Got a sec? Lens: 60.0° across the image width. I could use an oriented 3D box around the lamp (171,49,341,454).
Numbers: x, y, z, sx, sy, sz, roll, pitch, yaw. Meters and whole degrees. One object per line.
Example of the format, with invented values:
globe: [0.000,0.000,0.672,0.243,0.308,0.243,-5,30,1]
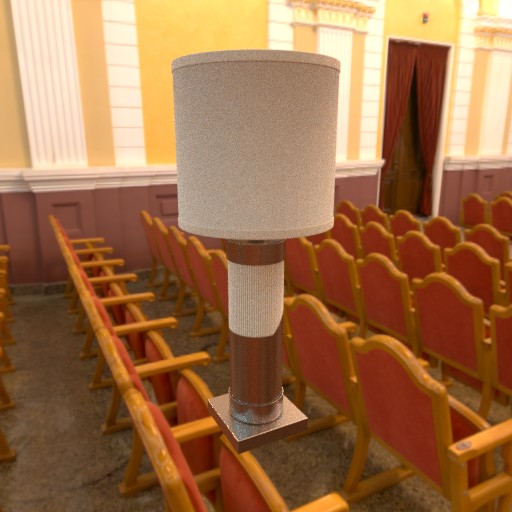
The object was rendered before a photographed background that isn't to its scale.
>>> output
lamp: [0.000,0.000,0.598,0.202,0.509,0.202,-8,17,-26]
